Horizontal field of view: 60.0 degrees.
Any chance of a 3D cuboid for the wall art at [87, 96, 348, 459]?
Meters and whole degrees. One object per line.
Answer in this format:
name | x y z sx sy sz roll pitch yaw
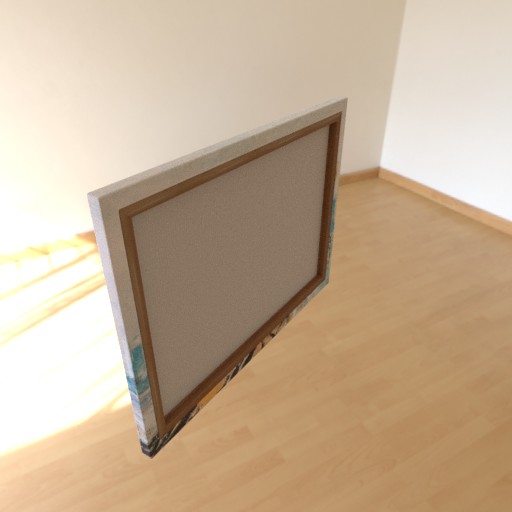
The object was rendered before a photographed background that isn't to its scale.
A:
wall art | 0.000 0.000 1.349 0.038 0.762 1.016 20 37 30
